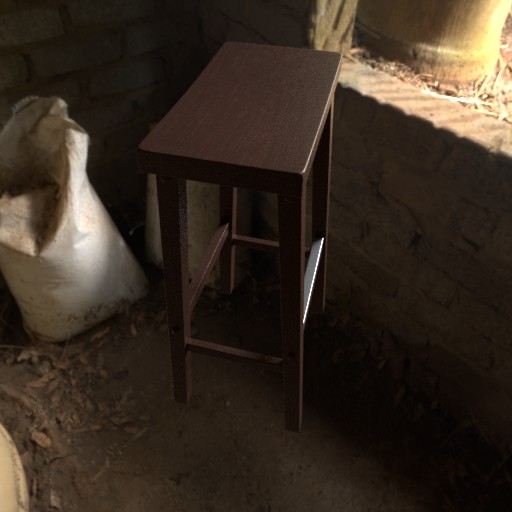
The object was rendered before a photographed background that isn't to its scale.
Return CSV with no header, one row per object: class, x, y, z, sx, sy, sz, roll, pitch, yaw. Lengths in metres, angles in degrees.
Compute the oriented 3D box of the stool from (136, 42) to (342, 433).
stool,0.000,0.000,0.972,0.322,0.742,0.406,11,46,10
